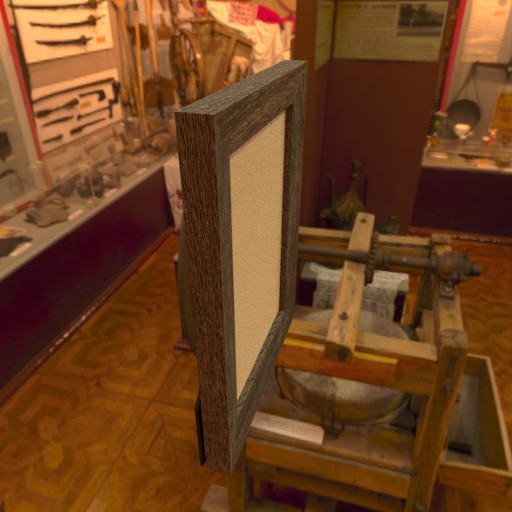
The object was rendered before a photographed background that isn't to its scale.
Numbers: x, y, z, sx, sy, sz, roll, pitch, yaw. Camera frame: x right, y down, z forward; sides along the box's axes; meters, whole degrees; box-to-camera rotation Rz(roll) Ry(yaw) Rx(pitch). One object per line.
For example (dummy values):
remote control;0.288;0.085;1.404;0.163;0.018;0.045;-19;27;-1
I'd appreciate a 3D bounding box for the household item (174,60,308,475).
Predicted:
household item;0.000;0.000;0.280;0.020;0.210;0.160;9;32;15
